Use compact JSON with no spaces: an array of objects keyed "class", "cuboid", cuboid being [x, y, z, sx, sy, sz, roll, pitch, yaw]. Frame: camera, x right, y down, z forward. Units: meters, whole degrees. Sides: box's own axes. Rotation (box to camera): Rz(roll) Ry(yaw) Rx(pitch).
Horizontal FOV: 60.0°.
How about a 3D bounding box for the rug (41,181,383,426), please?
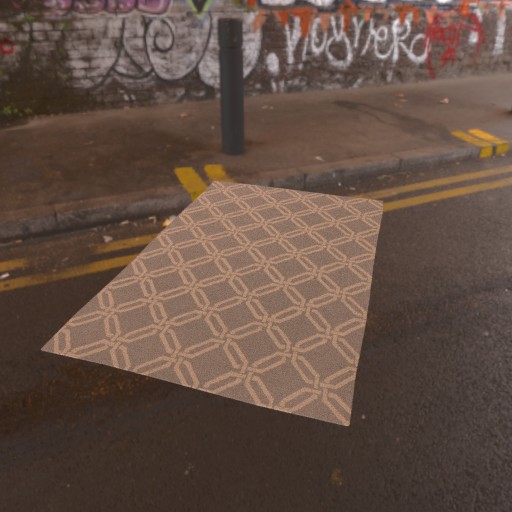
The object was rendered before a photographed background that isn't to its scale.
[{"class":"rug","cuboid":[0.000,0.000,2.213,1.148,0.010,1.754,9,33,15]}]
